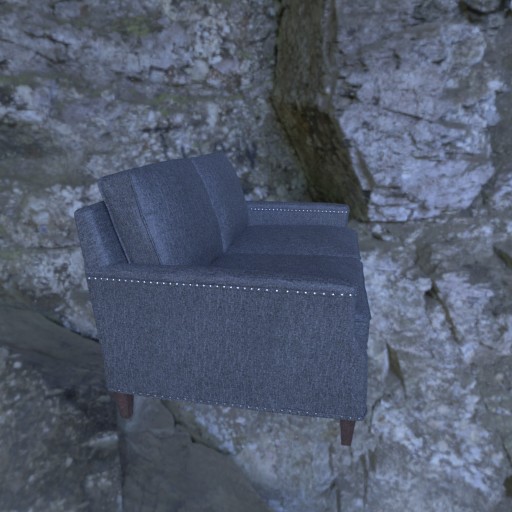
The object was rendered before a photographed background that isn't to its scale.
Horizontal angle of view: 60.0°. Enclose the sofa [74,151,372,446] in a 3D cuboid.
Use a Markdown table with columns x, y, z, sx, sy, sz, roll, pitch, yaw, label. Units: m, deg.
| x | y | z | sx | sy | sz | roll | pitch | yaw | label |
| --- | --- | --- | --- | --- | --- | --- | --- | --- | --- |
| 0.000 | 0.000 | 2.291 | 1.084 | 1.003 | 1.597 | 3 | 17 | 10 | sofa |
